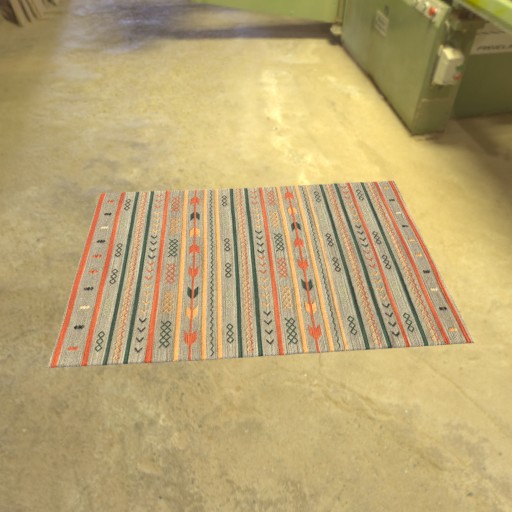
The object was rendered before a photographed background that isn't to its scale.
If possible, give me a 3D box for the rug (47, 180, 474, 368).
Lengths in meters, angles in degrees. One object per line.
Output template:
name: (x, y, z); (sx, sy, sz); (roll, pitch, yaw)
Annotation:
rug: (0.000, 0.000, 2.325); (1.835, 0.017, 1.220); (-3, 45, -3)
